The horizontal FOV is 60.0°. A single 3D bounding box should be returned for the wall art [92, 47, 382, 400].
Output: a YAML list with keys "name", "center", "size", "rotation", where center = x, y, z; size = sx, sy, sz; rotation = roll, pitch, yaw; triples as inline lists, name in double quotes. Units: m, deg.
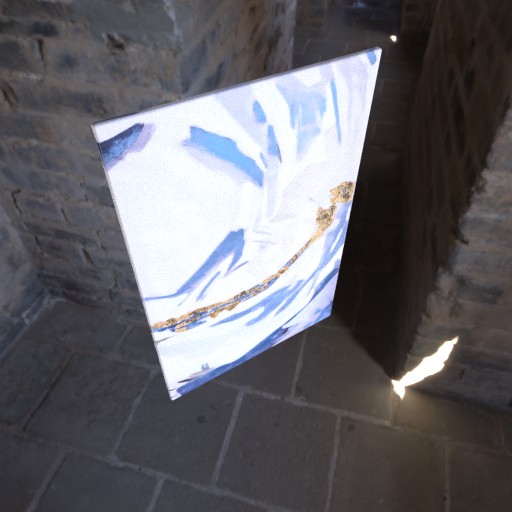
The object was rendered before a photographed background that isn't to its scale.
- name: "wall art"
  center: [0.000, 0.000, 1.136]
  size: [0.610, 0.914, 0.016]
  rotation: [-24, 50, -22]
